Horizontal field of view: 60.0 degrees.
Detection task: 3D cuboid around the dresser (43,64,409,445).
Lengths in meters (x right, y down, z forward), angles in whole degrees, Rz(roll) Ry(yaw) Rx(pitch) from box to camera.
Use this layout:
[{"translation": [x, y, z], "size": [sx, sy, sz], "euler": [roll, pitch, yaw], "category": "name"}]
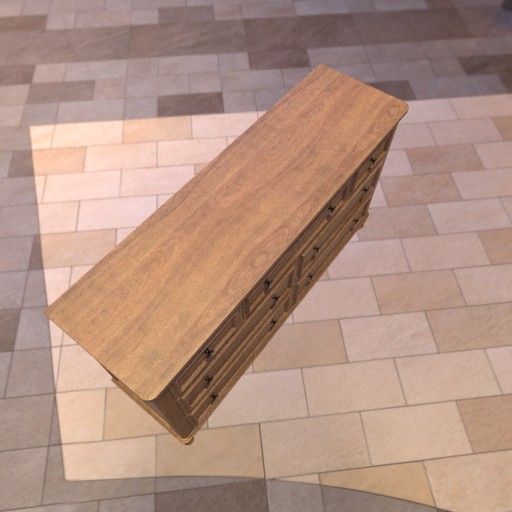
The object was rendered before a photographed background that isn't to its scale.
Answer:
[{"translation": [0.000, 0.000, 2.021], "size": [0.468, 0.892, 1.583], "euler": [33, 64, 19], "category": "dresser"}]
